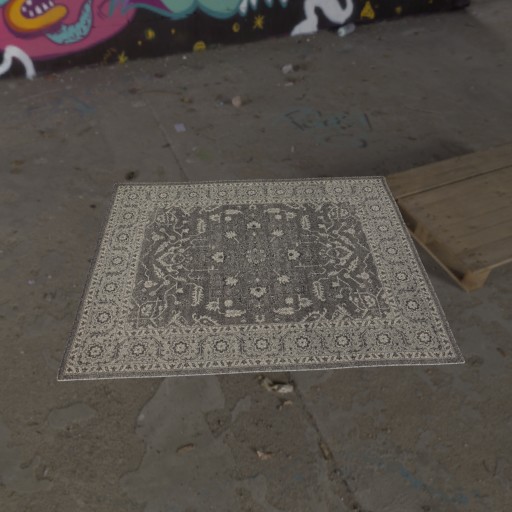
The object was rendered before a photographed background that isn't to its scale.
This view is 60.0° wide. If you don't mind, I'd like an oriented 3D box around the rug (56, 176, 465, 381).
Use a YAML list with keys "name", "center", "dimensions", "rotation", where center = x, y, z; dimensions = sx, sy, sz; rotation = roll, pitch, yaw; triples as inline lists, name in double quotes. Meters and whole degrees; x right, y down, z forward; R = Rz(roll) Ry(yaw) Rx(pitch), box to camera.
- name: "rug"
  center: [0.000, 0.000, 4.171]
  dimensions: [3.069, 0.026, 2.451]
  rotation: [-2, 45, -2]
